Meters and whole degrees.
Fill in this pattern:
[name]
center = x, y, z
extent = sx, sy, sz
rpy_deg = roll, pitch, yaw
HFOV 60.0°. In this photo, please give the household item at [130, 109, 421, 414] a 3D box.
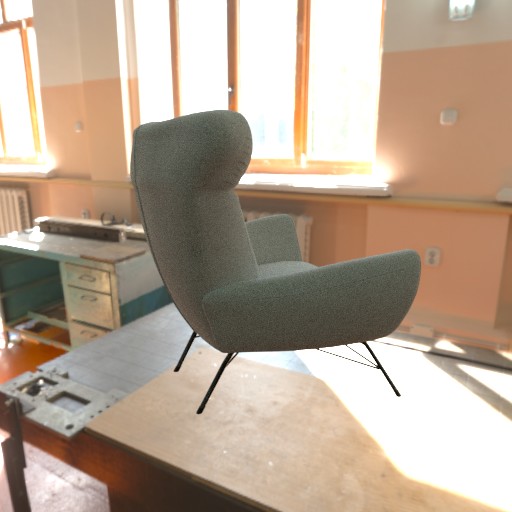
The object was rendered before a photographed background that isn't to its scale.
[household item]
center = 0.000, 0.000, 1.768
extent = 0.900, 1.050, 0.980
rpy_deg = -7, 16, -25
